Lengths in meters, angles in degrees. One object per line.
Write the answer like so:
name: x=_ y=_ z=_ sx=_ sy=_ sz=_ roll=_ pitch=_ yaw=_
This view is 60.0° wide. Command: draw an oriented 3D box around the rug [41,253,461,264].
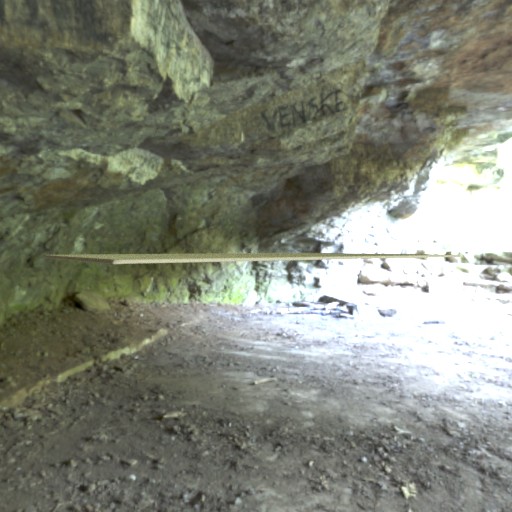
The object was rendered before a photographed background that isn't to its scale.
rug: x=0.000 y=0.000 z=2.090 sx=1.676 sy=0.013 sz=1.067 roll=-1 pitch=1 yaw=-35
